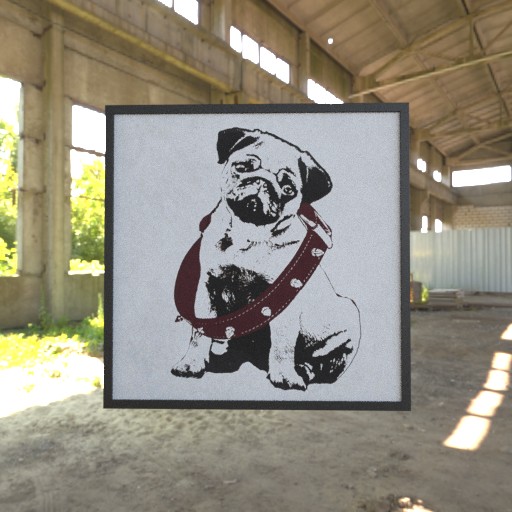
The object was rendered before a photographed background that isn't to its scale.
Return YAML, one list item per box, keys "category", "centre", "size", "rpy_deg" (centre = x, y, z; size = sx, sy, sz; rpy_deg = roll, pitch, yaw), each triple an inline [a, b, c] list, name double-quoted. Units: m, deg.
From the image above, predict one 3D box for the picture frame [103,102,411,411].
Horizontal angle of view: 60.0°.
- category: "picture frame"
  centre: [0.000, 0.000, 1.137]
  size: [0.775, 0.775, 0.032]
  rpy_deg: [0, -1, 1]
